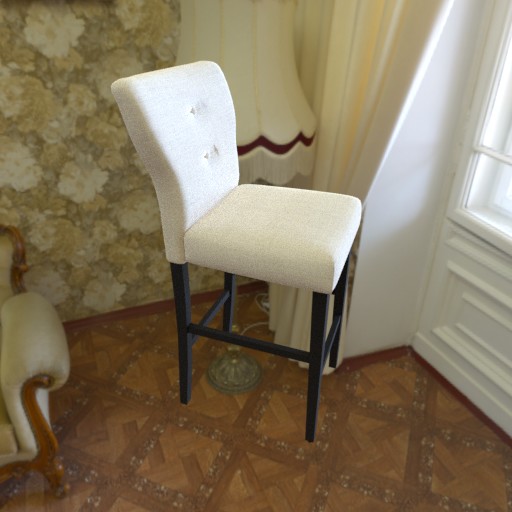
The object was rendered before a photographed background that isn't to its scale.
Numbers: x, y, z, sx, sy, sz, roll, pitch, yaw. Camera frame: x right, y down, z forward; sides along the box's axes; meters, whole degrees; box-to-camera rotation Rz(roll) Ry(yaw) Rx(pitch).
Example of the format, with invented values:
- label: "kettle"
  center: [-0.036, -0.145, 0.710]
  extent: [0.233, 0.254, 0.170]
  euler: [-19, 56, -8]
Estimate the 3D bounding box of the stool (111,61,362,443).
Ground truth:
- label: "stool"
  center: [0.000, 0.000, 1.454]
  extent: [0.603, 1.124, 0.516]
  euler: [11, 32, 18]
